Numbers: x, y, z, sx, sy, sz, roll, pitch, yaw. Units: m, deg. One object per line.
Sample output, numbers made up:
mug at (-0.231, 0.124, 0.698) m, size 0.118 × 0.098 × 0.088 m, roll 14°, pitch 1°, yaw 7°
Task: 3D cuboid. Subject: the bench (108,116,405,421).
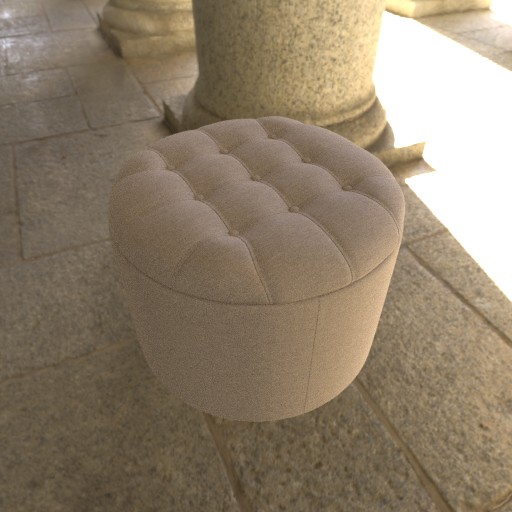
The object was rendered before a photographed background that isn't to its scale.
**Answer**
bench at (0.000, 0.000, 1.023) m, size 0.600 × 0.454 × 0.600 m, roll 0°, pitch 42°, yaw 0°
